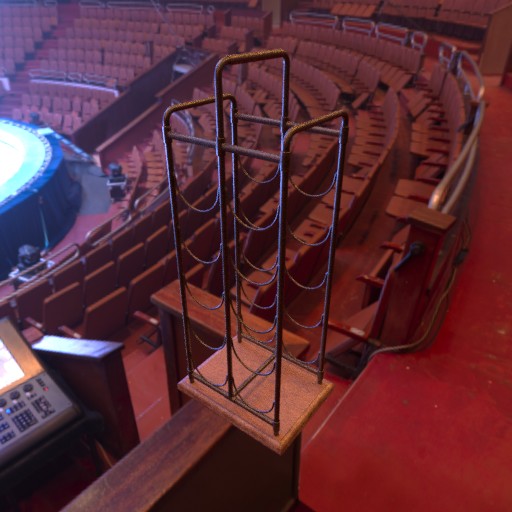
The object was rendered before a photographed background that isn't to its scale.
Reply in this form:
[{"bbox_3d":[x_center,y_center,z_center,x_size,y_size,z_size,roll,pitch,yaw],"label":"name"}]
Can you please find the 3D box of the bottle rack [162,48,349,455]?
[{"bbox_3d":[0.000,0.000,0.809,0.276,0.680,0.208,21,36,32],"label":"bottle rack"}]
